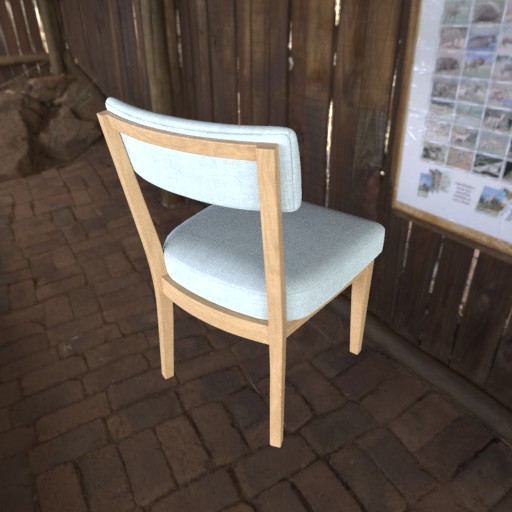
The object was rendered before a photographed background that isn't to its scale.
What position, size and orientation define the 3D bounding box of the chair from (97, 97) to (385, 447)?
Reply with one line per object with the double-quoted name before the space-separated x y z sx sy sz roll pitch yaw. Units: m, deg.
"chair" 0.000 0.000 1.193 0.508 0.832 0.572 20 35 31
